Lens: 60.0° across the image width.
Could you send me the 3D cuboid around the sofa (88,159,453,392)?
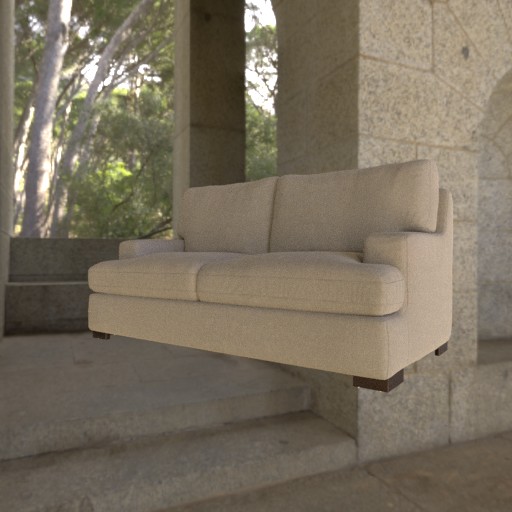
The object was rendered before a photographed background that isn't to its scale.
[{"bbox_3d":[0.000,0.000,2.449,1.855,0.980,0.962,0,0,36],"label":"sofa"}]
